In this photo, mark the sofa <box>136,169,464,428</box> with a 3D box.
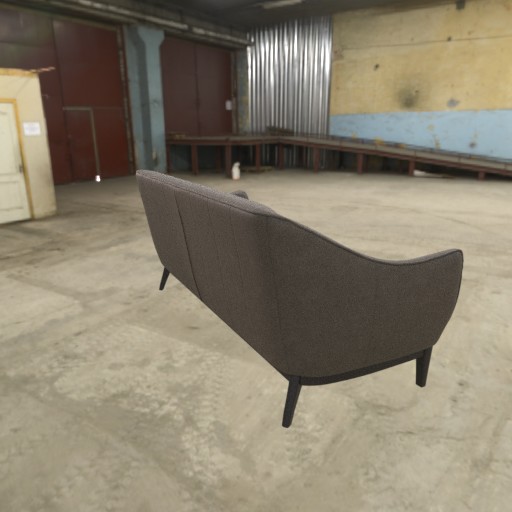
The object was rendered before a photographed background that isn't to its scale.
[{"bbox_3d":[0.000,0.000,2.381,0.869,0.831,1.928,-8,18,-27],"label":"sofa"}]
